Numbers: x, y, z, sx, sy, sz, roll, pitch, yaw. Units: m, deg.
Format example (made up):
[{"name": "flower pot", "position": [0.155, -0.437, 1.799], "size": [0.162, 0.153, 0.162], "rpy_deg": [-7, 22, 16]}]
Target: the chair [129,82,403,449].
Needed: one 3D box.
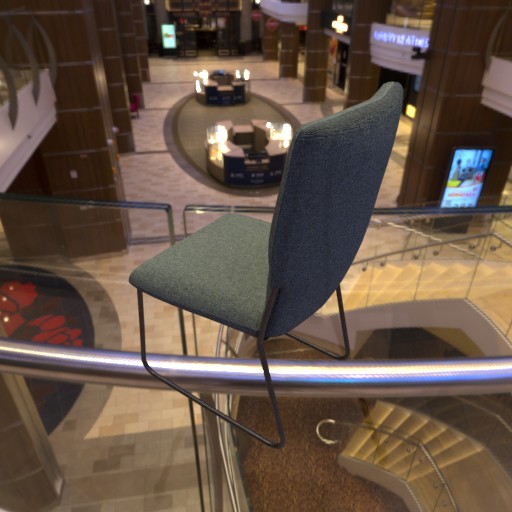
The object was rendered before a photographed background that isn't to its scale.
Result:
[{"name": "chair", "position": [0.000, 0.000, 1.258], "size": [0.635, 0.931, 0.480], "rpy_deg": [21, 38, 29]}]
